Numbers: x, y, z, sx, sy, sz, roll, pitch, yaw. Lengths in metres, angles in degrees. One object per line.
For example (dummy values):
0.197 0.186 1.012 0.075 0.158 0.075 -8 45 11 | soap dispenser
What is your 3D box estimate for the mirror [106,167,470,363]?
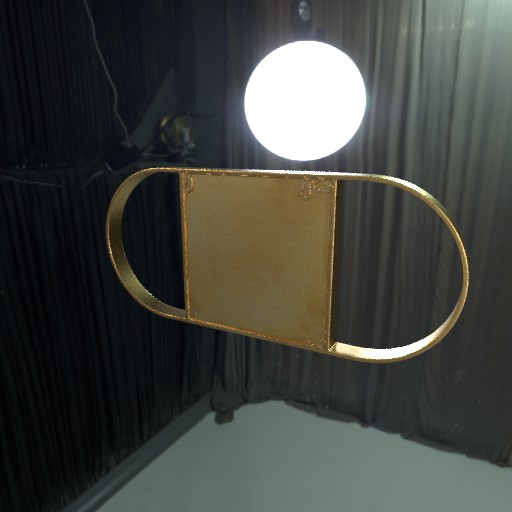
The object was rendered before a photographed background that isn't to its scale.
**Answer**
0.000 0.000 0.670 0.584 0.254 0.032 8 17 27 | mirror
